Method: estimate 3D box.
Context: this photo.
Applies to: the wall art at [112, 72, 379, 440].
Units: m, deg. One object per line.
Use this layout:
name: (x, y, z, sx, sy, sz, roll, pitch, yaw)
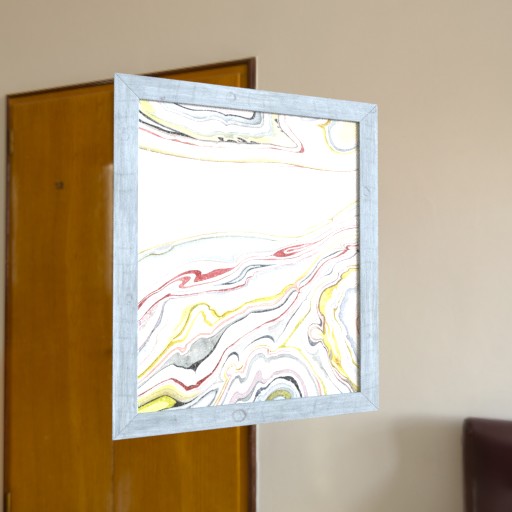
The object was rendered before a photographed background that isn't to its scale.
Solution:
wall art: (0.000, 0.000, 0.782, 0.479, 0.582, 0.022, 0, -1, -17)
